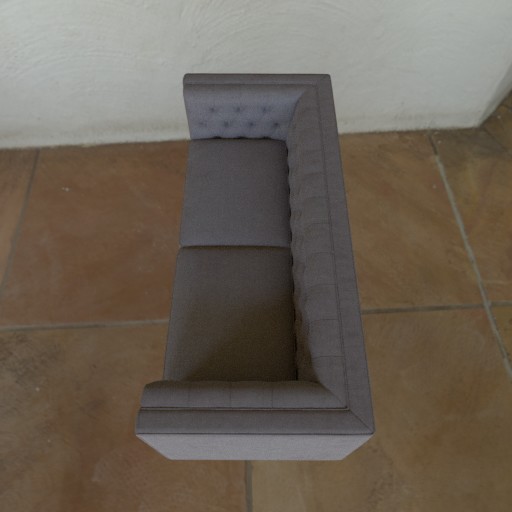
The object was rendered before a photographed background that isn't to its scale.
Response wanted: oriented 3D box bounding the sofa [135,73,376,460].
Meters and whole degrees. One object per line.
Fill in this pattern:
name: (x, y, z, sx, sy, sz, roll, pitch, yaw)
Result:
sofa: (0.000, 0.000, 2.177, 0.775, 0.762, 1.778, 0, 59, 0)
